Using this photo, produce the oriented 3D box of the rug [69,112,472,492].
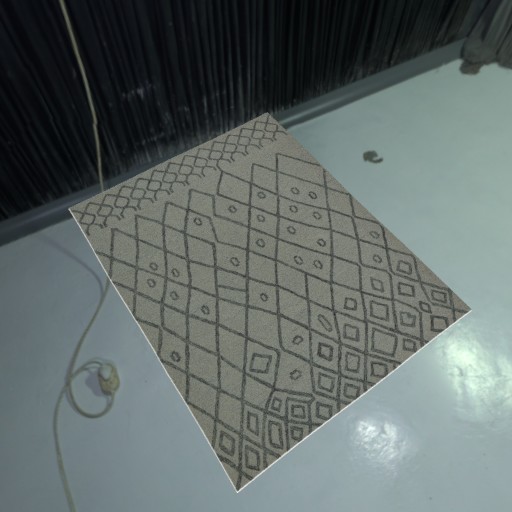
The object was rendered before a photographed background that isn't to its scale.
[{"bbox_3d":[0.000,0.000,4.123,2.446,0.015,3.046,-31,63,-17],"label":"rug"}]
